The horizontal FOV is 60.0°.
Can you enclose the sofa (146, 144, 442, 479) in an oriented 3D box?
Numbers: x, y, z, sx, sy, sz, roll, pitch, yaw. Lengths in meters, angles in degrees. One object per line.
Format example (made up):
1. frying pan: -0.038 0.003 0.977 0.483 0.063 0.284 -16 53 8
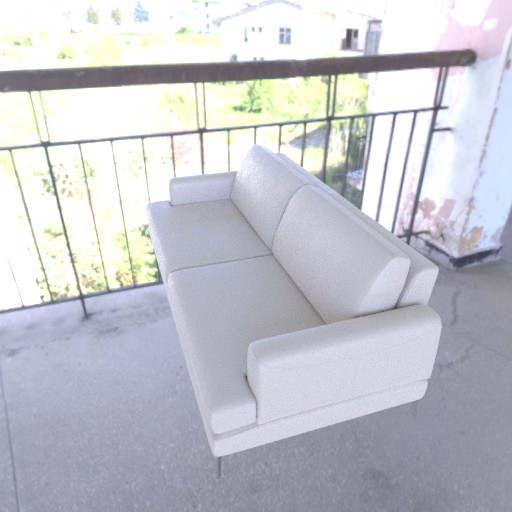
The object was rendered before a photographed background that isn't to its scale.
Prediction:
1. sofa: 0.000 0.000 2.388 0.974 0.765 1.940 -9 31 -16
